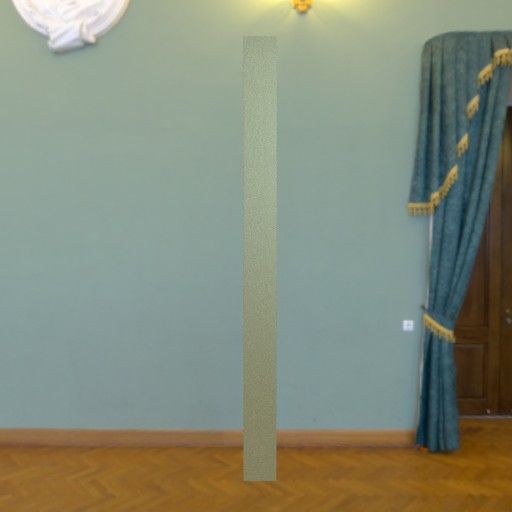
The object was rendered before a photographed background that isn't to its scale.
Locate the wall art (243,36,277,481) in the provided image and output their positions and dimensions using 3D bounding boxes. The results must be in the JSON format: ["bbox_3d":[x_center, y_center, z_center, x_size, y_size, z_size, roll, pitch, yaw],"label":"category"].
[{"bbox_3d":[0.000,0.000,0.760,0.038,0.508,0.507,0,1,-1],"label":"wall art"}]
